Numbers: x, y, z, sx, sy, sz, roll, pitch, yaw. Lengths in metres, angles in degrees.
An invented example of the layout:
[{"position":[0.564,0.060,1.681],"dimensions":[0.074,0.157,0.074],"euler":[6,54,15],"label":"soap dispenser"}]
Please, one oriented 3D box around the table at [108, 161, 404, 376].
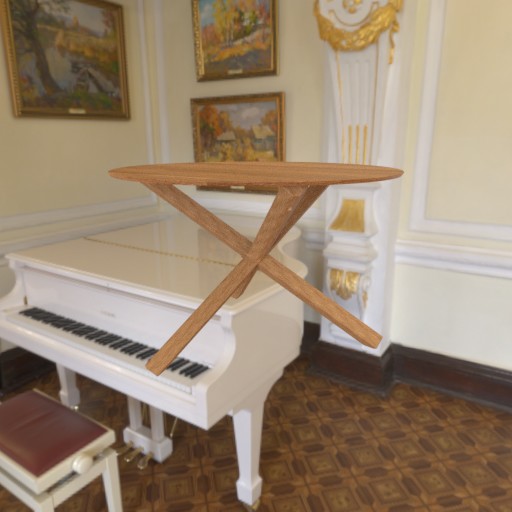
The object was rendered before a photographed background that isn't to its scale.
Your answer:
[{"position":[0.000,0.000,1.716],"dimensions":[1.038,0.666,1.038],"euler":[0,15,0],"label":"table"}]
